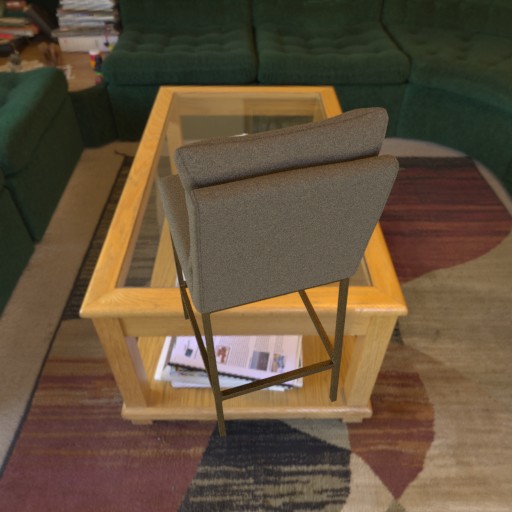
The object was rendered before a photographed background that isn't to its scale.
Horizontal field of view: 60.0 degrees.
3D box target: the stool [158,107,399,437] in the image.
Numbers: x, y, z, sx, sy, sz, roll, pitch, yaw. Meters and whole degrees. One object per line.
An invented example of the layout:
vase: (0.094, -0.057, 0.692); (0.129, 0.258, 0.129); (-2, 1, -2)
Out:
stool: (0.000, 0.000, 1.329); (0.463, 1.030, 0.569); (-13, 45, -13)
